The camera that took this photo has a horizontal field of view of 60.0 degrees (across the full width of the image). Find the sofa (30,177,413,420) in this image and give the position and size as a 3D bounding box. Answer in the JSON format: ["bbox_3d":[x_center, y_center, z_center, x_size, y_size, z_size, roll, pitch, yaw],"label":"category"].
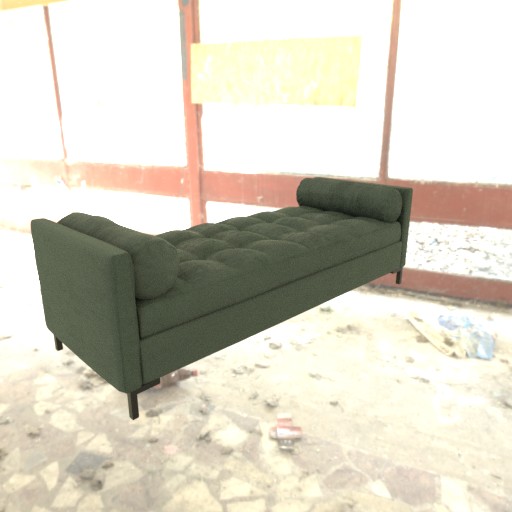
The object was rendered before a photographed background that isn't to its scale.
[{"bbox_3d":[0.000,0.000,2.514,2.130,0.681,0.817,-16,24,-42],"label":"sofa"}]
